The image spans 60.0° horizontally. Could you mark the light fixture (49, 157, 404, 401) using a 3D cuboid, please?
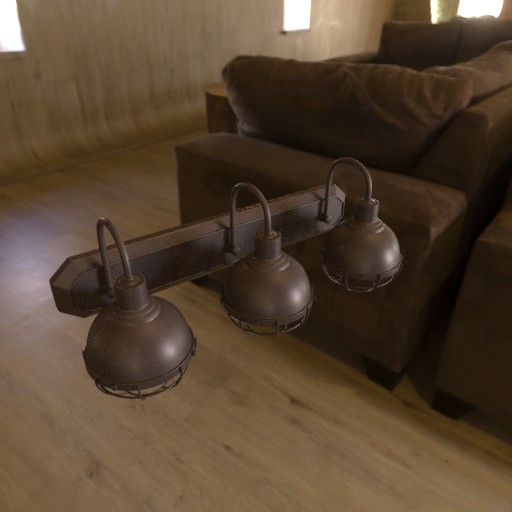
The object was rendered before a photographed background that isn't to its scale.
[{"bbox_3d":[0.000,0.000,0.776,0.634,0.254,0.229,-20,35,-30],"label":"light fixture"}]
